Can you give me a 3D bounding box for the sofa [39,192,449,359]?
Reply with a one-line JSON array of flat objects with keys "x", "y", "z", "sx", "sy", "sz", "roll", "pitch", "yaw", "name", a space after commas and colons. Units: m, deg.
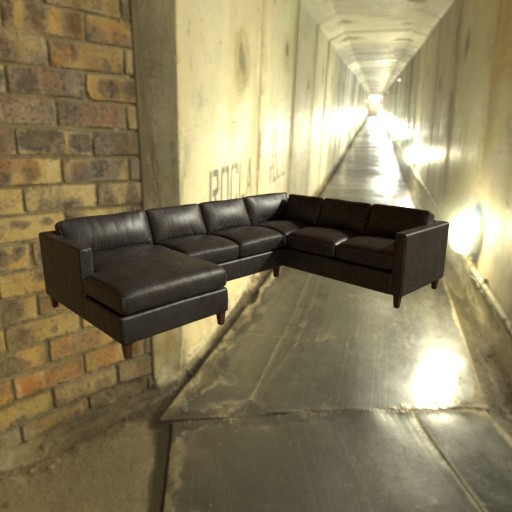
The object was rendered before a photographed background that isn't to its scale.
[{"x": 0.000, "y": 0.000, "z": 4.484, "sx": 3.324, "sy": 0.891, "sz": 2.452, "roll": -14, "pitch": 20, "yaw": -42, "name": "sofa"}]
